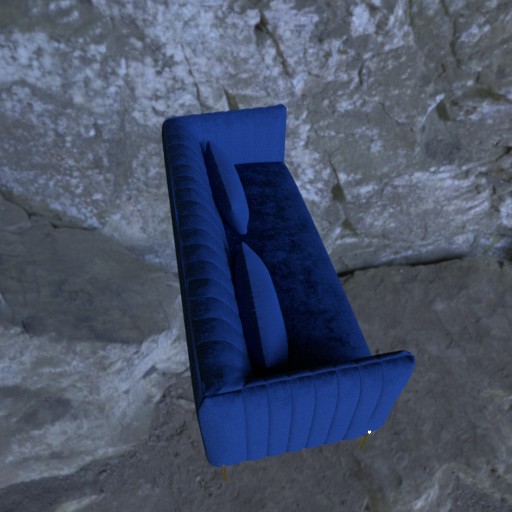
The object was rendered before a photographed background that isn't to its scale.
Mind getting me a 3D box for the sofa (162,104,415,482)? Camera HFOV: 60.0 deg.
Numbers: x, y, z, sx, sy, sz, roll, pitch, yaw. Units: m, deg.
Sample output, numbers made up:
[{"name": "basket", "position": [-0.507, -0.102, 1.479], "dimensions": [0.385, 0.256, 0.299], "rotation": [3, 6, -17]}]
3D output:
[{"name": "sofa", "position": [0.000, 0.000, 2.592], "dimensions": [0.896, 0.793, 2.136], "rotation": [-9, 48, -8]}]
